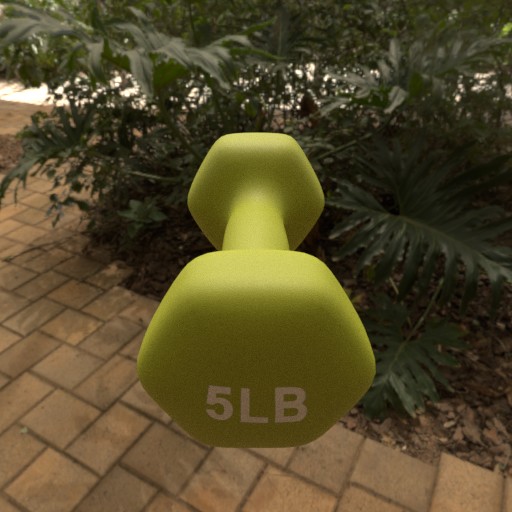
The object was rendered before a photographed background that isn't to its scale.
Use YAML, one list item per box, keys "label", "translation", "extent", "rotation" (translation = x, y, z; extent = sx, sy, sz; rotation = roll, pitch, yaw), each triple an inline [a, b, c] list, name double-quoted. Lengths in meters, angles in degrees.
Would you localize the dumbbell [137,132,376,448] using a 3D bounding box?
- label: "dumbbell"
  translation: [0.000, 0.000, 0.203]
  extent: [0.080, 0.072, 0.164]
  rotation: [0, 32, 1]
